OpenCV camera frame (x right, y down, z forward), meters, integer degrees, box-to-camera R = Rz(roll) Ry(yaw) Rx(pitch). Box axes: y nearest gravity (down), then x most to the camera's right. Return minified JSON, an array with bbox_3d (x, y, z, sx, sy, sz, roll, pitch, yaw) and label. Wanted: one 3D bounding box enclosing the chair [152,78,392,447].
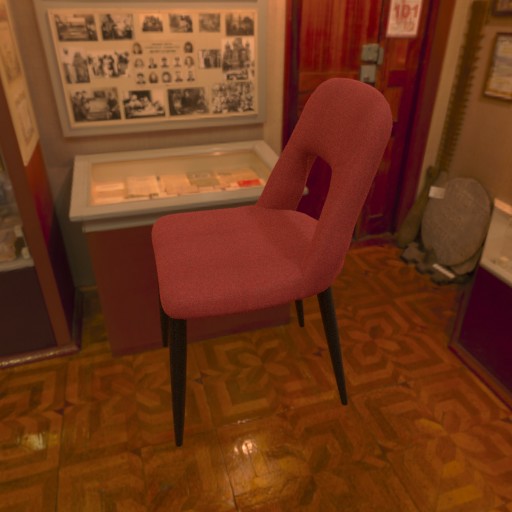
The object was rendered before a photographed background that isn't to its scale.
[{"bbox_3d":[0.000,0.000,1.232,0.569,0.892,0.483,-8,31,-13],"label":"chair"}]
